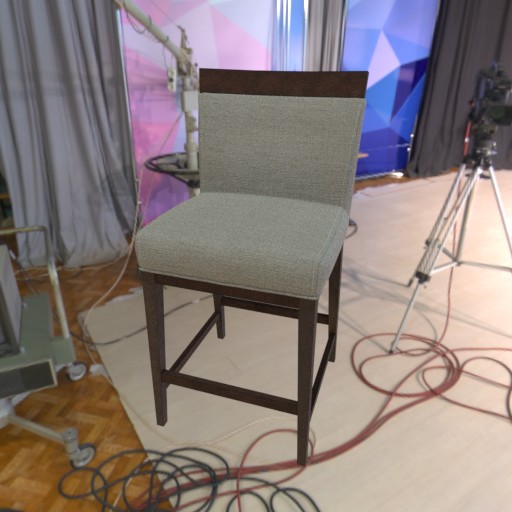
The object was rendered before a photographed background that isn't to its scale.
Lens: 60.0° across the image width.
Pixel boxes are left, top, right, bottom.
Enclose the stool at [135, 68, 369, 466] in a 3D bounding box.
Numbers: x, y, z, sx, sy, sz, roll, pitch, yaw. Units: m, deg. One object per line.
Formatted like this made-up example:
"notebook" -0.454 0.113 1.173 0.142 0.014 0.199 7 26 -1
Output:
"stool" 0.000 0.000 1.321 0.512 1.009 0.531 8 27 17
